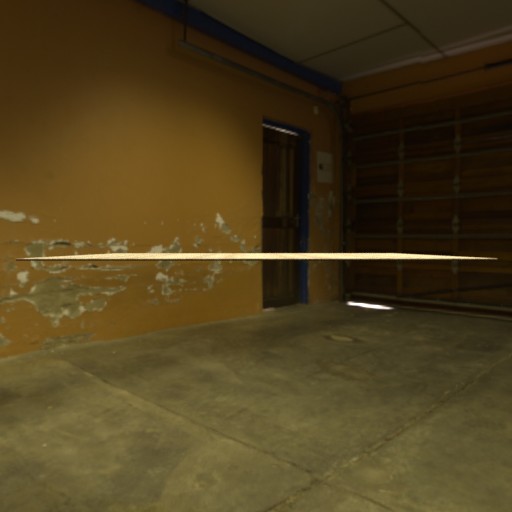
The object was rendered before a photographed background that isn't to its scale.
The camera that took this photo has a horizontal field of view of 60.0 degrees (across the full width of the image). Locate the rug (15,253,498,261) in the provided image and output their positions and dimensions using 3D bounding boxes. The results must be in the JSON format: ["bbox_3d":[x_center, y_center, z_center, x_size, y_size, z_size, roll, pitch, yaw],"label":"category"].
[{"bbox_3d":[0.000,0.000,2.288,1.829,0.008,1.219,0,1,-1],"label":"rug"}]
